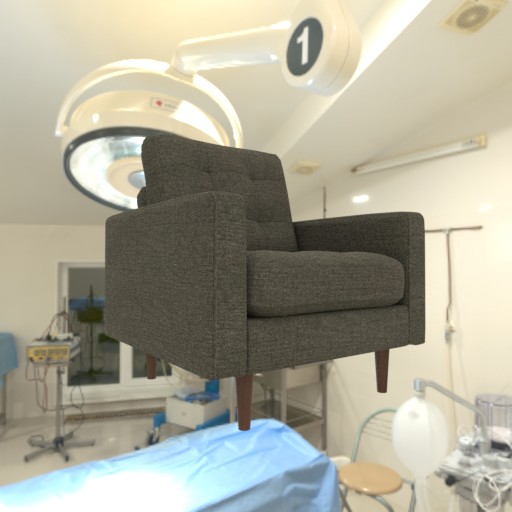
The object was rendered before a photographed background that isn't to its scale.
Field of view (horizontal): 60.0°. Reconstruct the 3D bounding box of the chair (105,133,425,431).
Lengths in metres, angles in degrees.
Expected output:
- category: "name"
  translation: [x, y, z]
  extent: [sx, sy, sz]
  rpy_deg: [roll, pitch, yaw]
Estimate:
- category: "chair"
  translation: [0.000, 0.000, 1.539]
  extent: [0.821, 0.880, 0.843]
  rpy_deg: [0, -1, -36]
